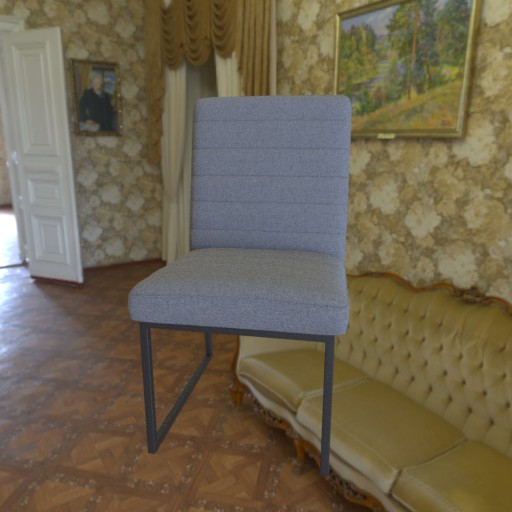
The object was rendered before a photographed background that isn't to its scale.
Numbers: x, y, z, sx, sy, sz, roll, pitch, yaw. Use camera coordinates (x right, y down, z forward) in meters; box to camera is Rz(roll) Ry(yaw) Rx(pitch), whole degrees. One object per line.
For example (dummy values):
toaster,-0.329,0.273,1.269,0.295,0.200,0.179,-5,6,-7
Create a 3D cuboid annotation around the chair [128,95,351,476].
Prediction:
chair,0.000,0.000,1.283,0.520,0.930,0.634,2,14,10
